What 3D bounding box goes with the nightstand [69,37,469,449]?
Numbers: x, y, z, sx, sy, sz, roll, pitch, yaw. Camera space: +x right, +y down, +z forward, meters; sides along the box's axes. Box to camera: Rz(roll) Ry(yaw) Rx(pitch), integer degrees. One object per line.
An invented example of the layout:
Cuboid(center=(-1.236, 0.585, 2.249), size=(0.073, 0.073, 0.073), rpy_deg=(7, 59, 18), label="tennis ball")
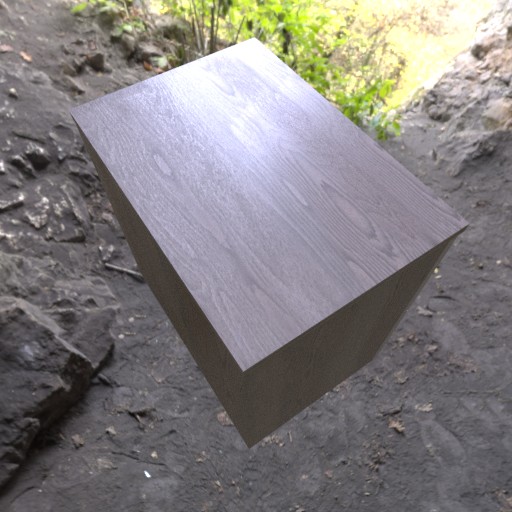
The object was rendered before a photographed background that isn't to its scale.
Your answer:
Cuboid(center=(0.000, 0.000, 0.756), size=(0.325, 0.461, 0.442), rpy_deg=(-30, 62, -17), label="nightstand")
